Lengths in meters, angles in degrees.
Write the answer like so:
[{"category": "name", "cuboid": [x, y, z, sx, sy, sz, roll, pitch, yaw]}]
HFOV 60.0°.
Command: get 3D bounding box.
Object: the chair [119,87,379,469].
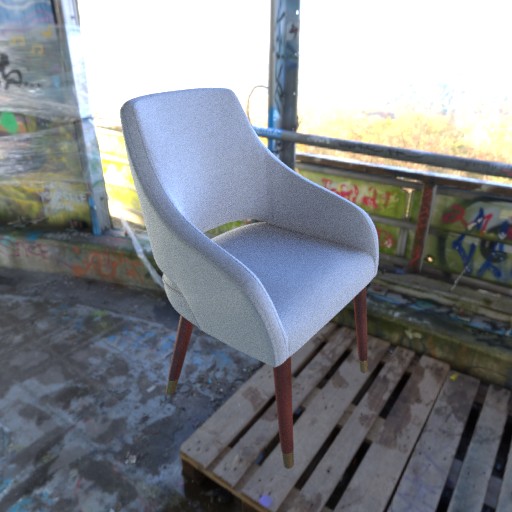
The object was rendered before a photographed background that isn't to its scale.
[{"category": "chair", "cuboid": [0.000, 0.000, 1.313, 0.600, 0.889, 0.609, 19, 32, 33]}]
